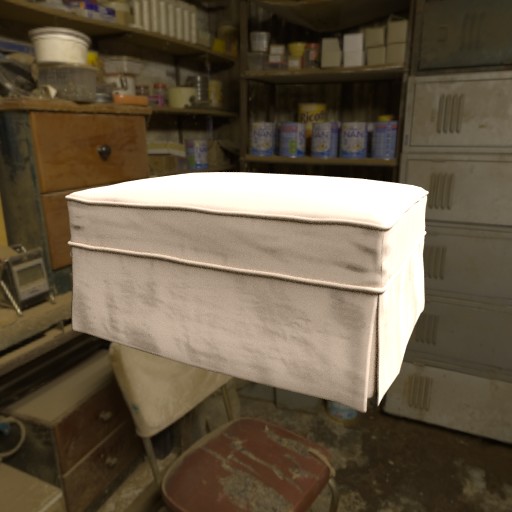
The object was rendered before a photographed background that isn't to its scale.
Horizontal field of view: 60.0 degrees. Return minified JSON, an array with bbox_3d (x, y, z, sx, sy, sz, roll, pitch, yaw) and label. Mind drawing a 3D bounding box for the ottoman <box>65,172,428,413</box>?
[{"bbox_3d":[0.000,0.000,1.364,0.944,0.479,0.703,8,17,26],"label":"ottoman"}]
